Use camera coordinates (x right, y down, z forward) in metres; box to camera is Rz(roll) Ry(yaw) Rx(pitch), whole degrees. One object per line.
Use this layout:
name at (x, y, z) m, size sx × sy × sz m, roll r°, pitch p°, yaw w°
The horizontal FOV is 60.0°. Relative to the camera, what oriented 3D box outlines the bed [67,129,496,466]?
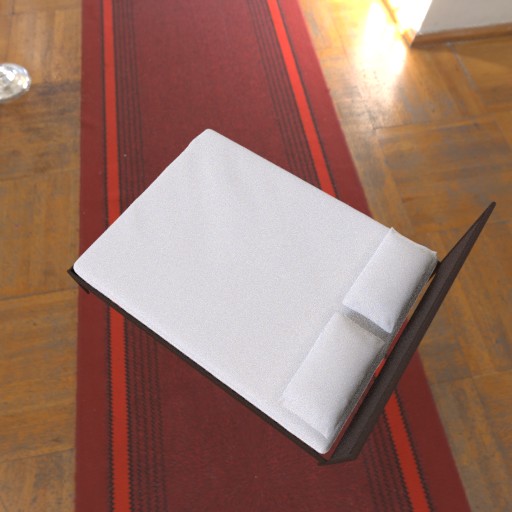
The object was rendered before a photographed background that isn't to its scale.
bed at (0.000, 0.000, 2.935) m, size 2.122 × 1.173 × 1.572 m, roll 32°, pitch 68°, yaw 15°
